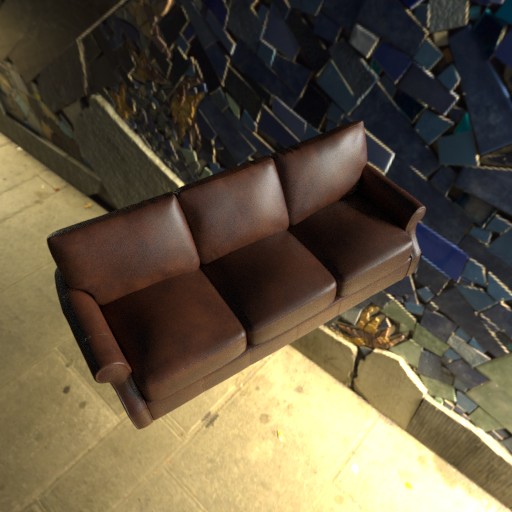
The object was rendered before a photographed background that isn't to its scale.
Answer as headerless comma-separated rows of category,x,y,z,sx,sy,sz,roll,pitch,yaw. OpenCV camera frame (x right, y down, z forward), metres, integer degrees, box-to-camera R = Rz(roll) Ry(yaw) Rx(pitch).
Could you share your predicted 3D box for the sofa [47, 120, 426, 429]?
sofa,0.000,0.000,2.866,2.351,0.977,0.973,-25,52,-22
